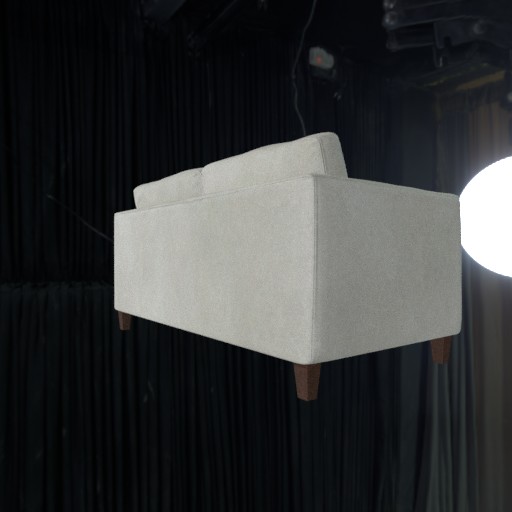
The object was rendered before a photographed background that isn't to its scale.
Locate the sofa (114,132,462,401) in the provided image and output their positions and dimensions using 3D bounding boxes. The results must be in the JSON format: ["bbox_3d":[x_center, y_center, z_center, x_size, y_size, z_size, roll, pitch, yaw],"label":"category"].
[{"bbox_3d":[0.000,0.000,2.394,0.950,0.940,1.846,0,0,-37],"label":"sofa"}]
